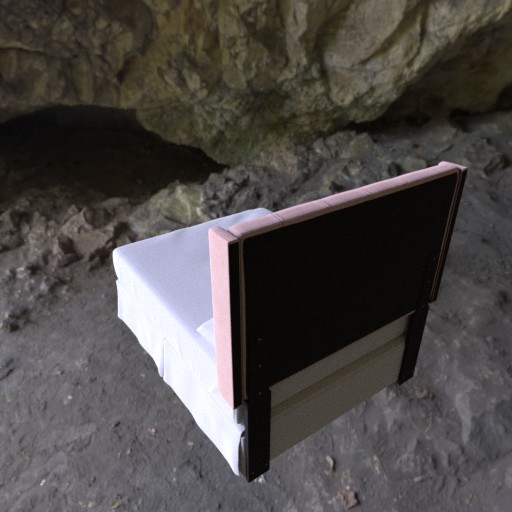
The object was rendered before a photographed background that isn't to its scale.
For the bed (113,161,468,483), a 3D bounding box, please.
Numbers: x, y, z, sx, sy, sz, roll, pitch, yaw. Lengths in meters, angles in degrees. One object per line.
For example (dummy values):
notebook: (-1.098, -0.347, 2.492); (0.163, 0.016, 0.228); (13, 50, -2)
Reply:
bed: (0.000, 0.000, 3.364); (1.719, 1.665, 2.066); (-19, 34, -30)
